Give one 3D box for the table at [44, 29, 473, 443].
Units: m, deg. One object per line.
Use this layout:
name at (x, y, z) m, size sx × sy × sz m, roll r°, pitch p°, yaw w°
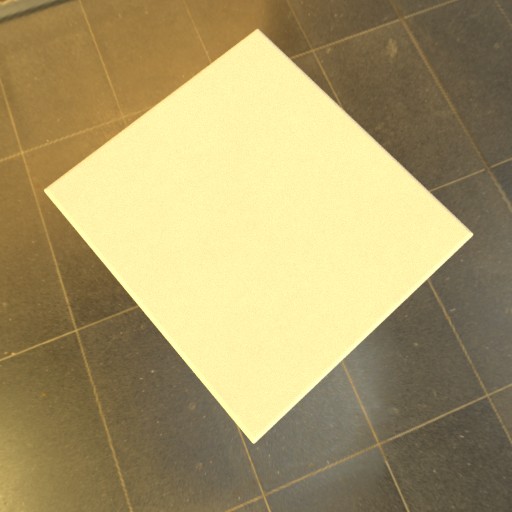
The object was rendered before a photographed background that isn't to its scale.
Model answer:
table at (0.000, 0.000, 0.943) m, size 0.442 × 0.565 × 0.488 m, roll -41°, pitch 80°, yaw -9°
